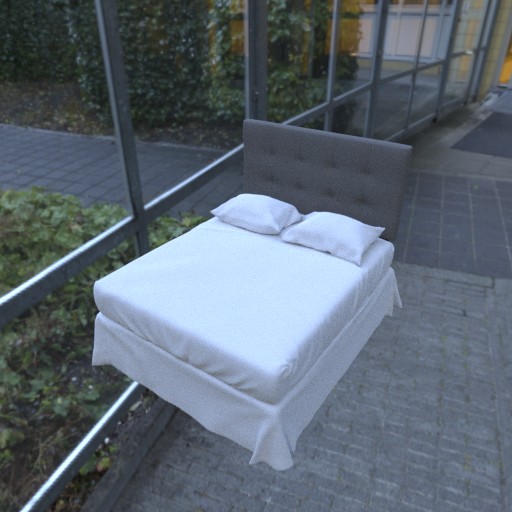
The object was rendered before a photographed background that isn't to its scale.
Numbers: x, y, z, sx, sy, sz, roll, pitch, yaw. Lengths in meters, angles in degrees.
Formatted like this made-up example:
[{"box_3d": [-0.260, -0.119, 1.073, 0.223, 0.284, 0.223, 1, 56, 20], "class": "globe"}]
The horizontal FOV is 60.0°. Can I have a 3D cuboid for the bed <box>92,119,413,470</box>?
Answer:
[{"box_3d": [0.000, 0.000, 3.567, 1.936, 1.577, 2.222, 19, 35, 30], "class": "bed"}]
